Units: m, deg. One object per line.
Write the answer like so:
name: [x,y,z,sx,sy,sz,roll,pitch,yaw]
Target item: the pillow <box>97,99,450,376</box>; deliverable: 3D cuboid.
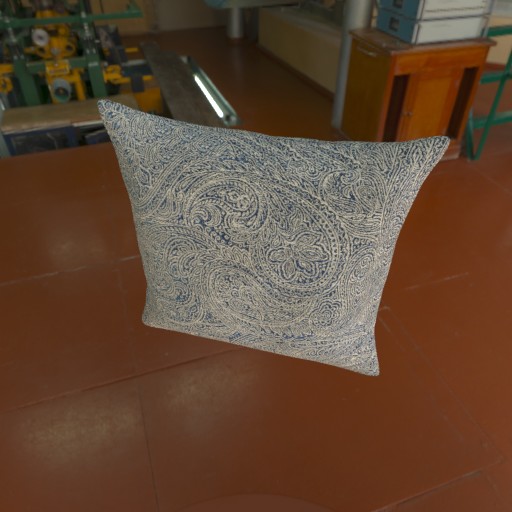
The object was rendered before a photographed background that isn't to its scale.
pillow: [0.000,0.000,0.790,0.523,0.510,0.166,10,41,11]
